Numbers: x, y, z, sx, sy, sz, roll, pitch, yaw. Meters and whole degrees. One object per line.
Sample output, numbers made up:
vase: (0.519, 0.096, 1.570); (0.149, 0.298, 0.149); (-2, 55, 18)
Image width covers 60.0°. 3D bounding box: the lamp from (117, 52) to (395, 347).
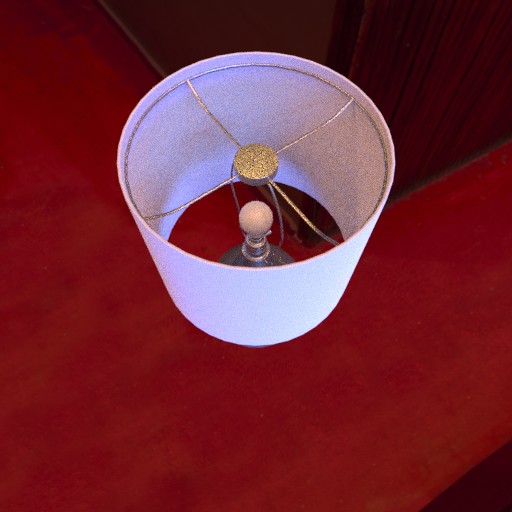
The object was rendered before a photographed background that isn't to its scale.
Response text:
lamp: (0.000, 0.000, 0.495); (0.207, 0.366, 0.207); (-33, 68, -15)
